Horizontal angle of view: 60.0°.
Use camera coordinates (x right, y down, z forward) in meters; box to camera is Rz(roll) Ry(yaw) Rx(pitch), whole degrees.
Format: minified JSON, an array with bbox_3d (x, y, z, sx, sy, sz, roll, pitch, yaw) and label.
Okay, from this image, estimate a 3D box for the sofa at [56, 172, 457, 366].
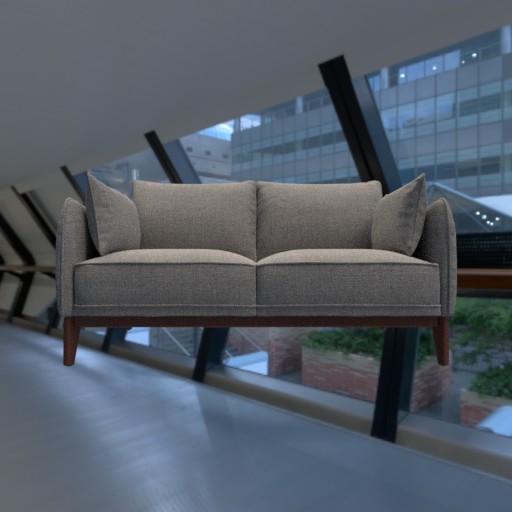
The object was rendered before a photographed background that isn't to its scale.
[{"bbox_3d":[0.000,0.000,2.111,1.580,0.851,0.972,0,0,0],"label":"sofa"}]
